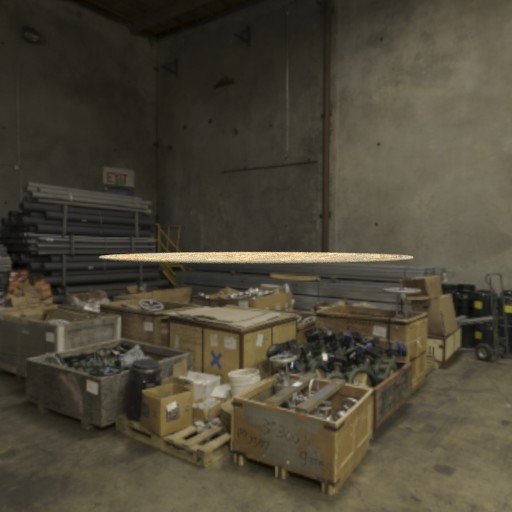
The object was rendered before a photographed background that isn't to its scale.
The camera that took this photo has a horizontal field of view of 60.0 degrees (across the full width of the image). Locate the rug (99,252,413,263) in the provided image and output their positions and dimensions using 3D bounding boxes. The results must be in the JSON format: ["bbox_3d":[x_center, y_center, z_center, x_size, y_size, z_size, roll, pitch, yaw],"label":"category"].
[{"bbox_3d":[0.000,0.000,2.388,1.598,0.010,1.598,0,2,0],"label":"rug"}]
